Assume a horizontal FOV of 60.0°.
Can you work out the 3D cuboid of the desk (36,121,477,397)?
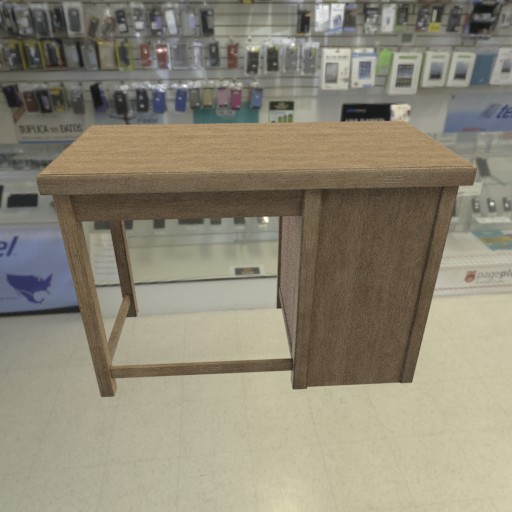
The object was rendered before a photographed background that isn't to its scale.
[{"bbox_3d":[0.000,0.000,1.776,1.289,0.912,0.610,-2,30,-3],"label":"desk"}]
